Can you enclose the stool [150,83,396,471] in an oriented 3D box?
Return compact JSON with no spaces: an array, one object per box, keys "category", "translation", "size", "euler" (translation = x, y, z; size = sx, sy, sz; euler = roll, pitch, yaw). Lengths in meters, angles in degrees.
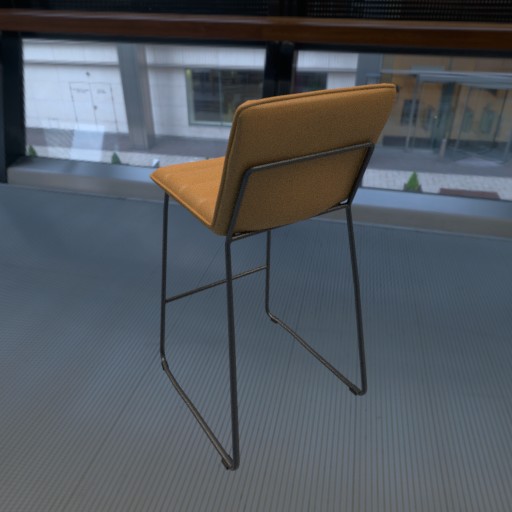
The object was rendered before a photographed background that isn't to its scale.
[{"category":"stool","translation":[0.000,0.000,1.224],"size":[0.489,0.936,0.524],"euler":[-18,35,-28]}]
